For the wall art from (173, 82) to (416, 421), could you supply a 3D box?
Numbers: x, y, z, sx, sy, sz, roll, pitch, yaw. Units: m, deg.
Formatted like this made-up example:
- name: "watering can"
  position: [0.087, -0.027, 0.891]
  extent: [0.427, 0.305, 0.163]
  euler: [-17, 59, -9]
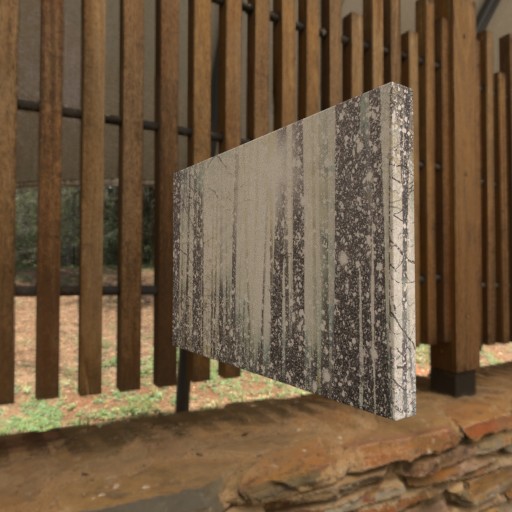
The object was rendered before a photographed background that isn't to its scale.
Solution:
- name: "wall art"
  position: [0.000, 0.000, 0.781]
  extent: [0.042, 0.398, 0.618]
  euler: [1, -2, -35]
